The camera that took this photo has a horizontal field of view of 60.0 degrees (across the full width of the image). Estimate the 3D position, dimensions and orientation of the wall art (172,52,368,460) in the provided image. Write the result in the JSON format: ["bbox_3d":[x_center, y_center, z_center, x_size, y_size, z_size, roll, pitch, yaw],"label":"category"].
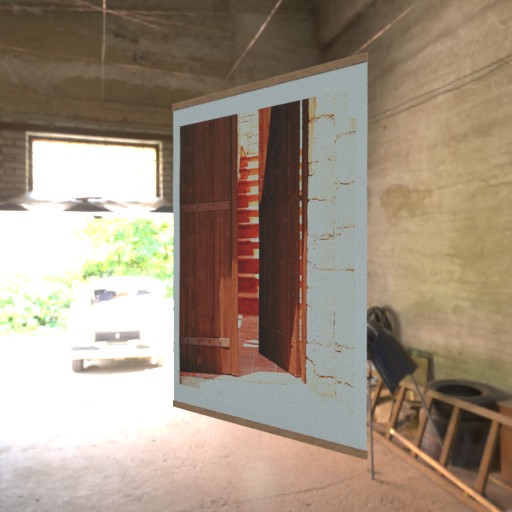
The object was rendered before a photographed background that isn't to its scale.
[{"bbox_3d":[0.000,0.000,1.950,1.019,1.527,0.019,0,0,35],"label":"wall art"}]
